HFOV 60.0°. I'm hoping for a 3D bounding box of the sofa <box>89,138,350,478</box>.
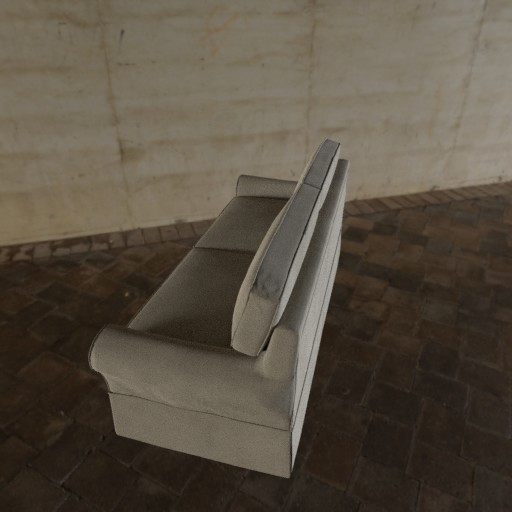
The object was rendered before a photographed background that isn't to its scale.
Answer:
[{"bbox_3d":[0.000,0.000,2.705,0.900,1.014,2.246,8,31,13],"label":"sofa"}]
